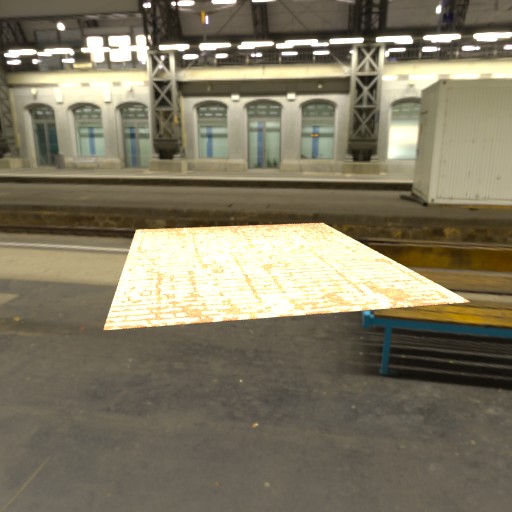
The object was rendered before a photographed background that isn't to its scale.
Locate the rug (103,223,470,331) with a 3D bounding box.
[{"bbox_3d":[0.000,0.000,4.294,2.441,0.011,3.050,-3,15,-11],"label":"rug"}]
